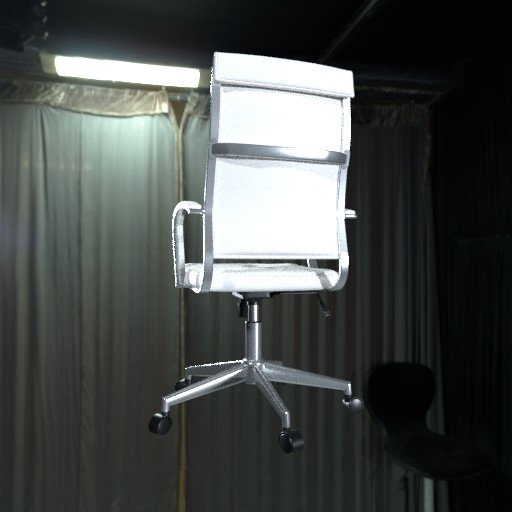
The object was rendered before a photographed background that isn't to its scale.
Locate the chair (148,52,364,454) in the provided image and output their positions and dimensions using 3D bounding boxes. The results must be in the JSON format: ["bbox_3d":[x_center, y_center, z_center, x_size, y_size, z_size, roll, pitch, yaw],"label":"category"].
[{"bbox_3d":[0.000,0.000,1.610,0.766,1.149,0.739,0,-1,-17],"label":"chair"}]
